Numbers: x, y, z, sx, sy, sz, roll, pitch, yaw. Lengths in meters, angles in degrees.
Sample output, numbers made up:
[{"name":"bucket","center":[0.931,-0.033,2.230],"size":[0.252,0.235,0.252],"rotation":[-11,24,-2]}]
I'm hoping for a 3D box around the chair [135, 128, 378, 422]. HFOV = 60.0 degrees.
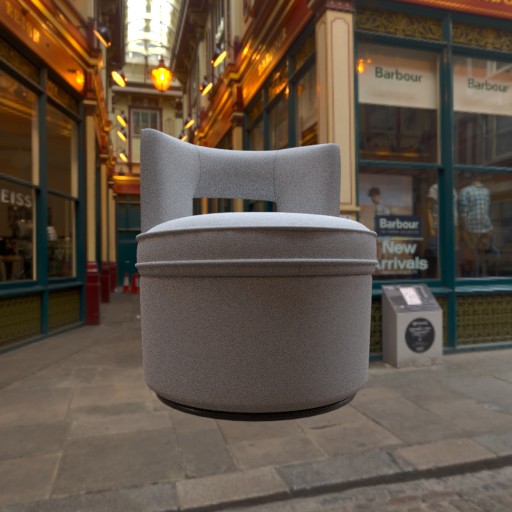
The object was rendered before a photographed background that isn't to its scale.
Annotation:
[{"name":"chair","center":[0.000,0.000,1.235],"size":[0.650,0.723,0.665],"rotation":[0,0,-17]}]
